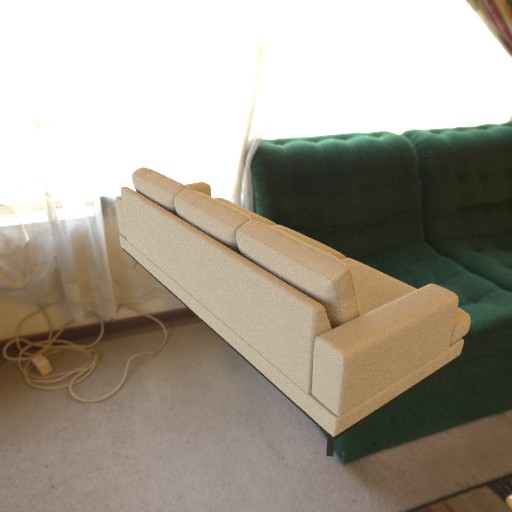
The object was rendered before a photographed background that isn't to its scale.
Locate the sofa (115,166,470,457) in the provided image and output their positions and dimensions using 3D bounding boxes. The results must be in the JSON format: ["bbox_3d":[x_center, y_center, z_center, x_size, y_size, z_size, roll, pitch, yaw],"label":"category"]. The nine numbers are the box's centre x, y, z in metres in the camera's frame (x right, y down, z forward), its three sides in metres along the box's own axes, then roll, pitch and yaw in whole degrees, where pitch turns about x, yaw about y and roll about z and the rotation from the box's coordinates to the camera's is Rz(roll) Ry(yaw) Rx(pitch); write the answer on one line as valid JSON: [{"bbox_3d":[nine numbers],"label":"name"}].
[{"bbox_3d":[0.000,0.000,2.719,0.920,0.810,2.310,-17,30,-32],"label":"sofa"}]
